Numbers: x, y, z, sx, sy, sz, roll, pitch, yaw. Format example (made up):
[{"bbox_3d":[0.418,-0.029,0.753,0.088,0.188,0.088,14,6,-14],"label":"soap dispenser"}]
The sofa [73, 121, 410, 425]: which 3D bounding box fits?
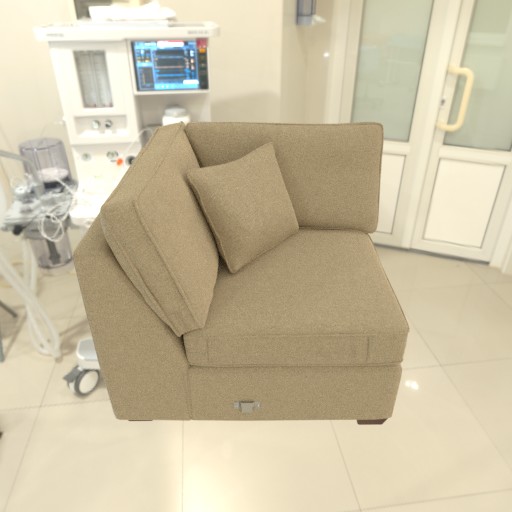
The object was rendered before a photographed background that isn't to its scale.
[{"bbox_3d":[0.000,0.000,1.945,1.146,1.002,1.084,0,31,-1],"label":"sofa"}]
